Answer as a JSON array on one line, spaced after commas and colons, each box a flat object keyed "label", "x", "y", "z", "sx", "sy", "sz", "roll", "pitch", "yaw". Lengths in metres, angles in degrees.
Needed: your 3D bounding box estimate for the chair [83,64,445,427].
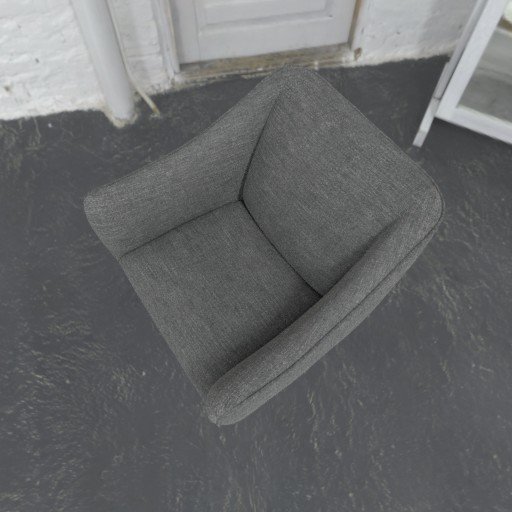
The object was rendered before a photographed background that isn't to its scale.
[{"label": "chair", "x": 0.000, "y": 0.000, "z": 1.569, "sx": 0.851, "sy": 0.829, "sz": 0.870, "roll": -32, "pitch": 67, "yaw": -15}]
